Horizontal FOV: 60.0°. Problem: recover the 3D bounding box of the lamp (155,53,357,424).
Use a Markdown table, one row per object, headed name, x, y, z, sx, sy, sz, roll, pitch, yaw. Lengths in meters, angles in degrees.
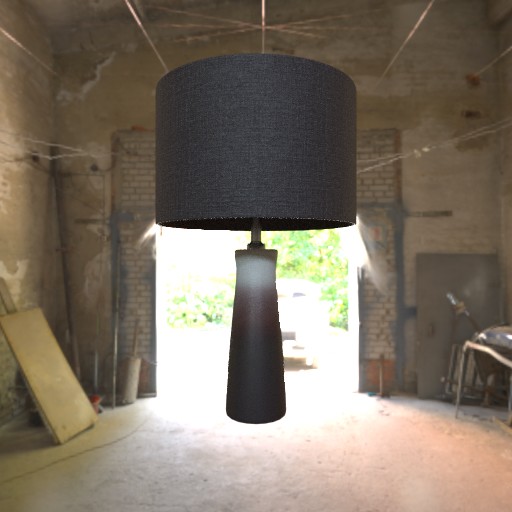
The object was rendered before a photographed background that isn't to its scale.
| name | x | y | z | sx | sy | sz | roll | pitch | yaw |
| --- | --- | --- | --- | --- | --- | --- | --- | --- | --- |
| lamp | 0.000 | 0.000 | 0.684 | 0.303 | 0.488 | 0.303 | 0 | 0 | 0 |
